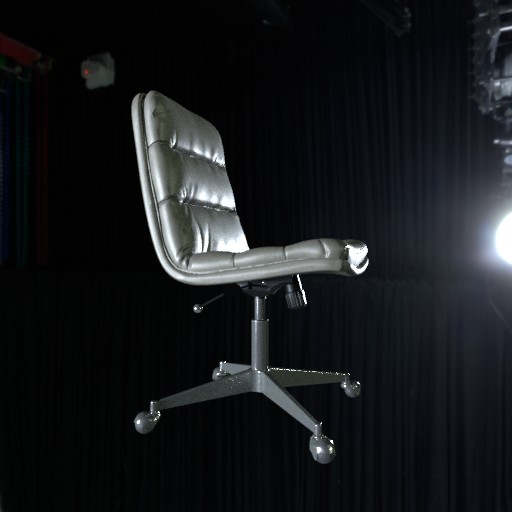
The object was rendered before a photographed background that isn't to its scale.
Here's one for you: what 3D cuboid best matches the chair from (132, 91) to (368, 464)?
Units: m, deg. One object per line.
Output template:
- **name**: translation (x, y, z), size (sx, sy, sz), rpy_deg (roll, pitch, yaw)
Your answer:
- **chair**: translation (0.000, 0.000, 1.040), size (0.485, 0.738, 0.422), rpy_deg (0, 1, 19)
